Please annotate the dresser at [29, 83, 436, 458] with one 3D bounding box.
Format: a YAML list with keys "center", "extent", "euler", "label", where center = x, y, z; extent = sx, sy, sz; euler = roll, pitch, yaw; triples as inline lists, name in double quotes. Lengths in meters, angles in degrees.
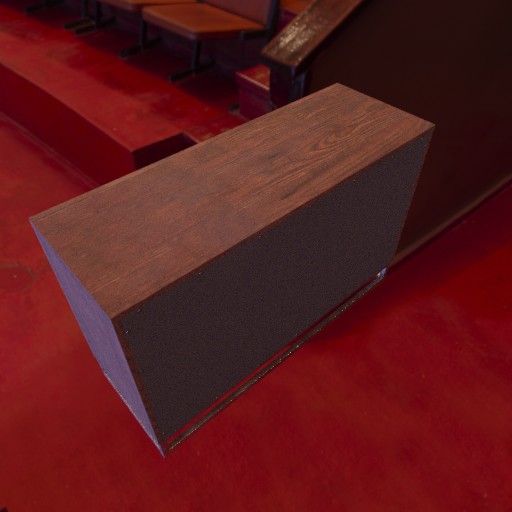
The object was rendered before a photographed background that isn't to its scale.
- center: [0.000, 0.000, 2.173]
  extent: [1.646, 1.061, 0.623]
  euler: [-32, 53, -28]
  label: "dresser"
